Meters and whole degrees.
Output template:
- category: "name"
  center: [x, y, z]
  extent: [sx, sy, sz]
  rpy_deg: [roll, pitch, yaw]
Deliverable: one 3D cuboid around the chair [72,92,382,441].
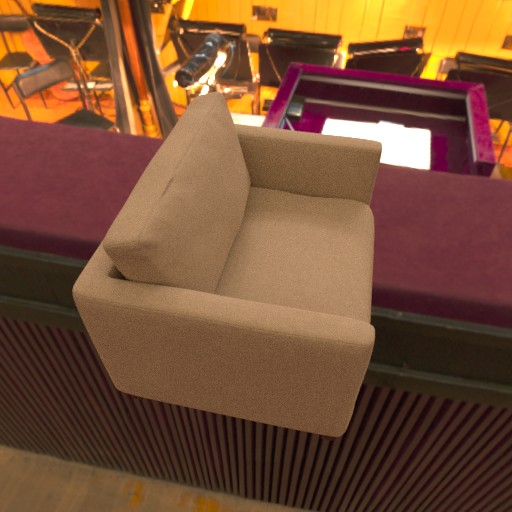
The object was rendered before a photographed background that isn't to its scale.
- category: "chair"
  center: [0.000, 0.000, 1.833]
  extent: [0.959, 0.961, 1.107]
  rpy_deg: [9, 47, 8]
